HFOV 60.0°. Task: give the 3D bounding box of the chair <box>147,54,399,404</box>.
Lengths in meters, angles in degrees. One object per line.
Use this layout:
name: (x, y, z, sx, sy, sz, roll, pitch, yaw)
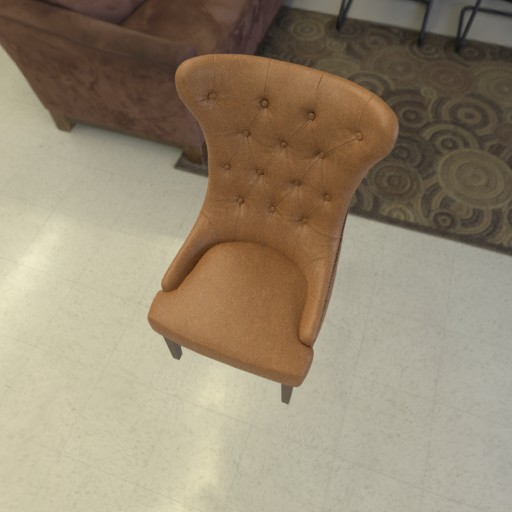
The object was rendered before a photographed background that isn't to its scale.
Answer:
chair: (0.000, 0.000, 1.483, 0.611, 1.065, 0.669, 19, 61, 11)
